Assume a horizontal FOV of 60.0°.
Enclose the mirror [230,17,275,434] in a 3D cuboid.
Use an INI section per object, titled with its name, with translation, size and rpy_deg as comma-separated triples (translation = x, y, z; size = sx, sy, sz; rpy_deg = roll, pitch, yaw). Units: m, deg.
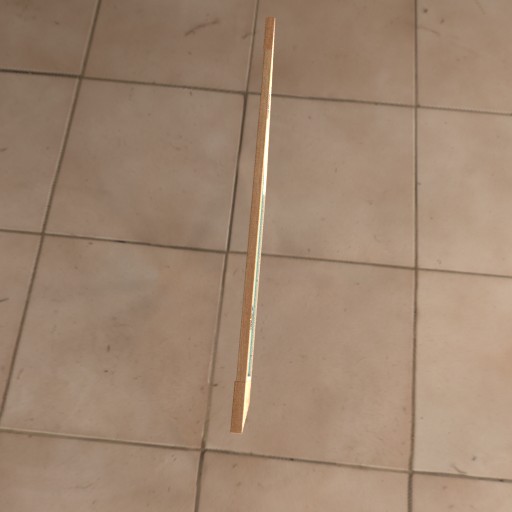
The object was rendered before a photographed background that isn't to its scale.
[mirror]
translation = 0.000, 0.000, 1.190
size = 0.020, 0.800, 0.800
rpy_deg = 4, 75, 1
